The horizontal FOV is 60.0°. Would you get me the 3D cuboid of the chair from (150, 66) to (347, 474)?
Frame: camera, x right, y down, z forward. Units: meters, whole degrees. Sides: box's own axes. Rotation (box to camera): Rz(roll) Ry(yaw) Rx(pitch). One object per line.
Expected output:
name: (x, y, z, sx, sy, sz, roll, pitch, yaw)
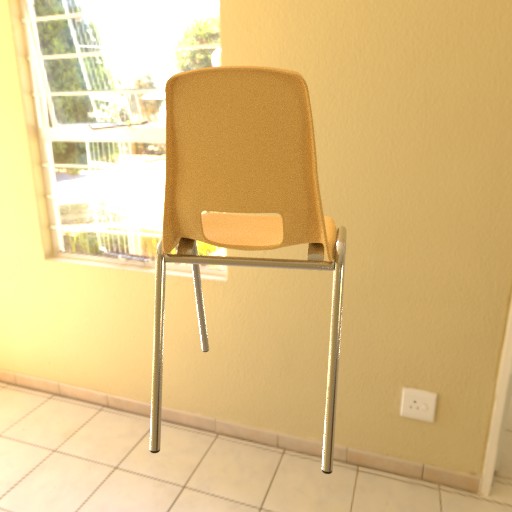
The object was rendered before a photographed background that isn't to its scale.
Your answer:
chair: (0.000, 0.000, 0.949, 0.381, 0.704, 0.436, 3, 16, 9)
